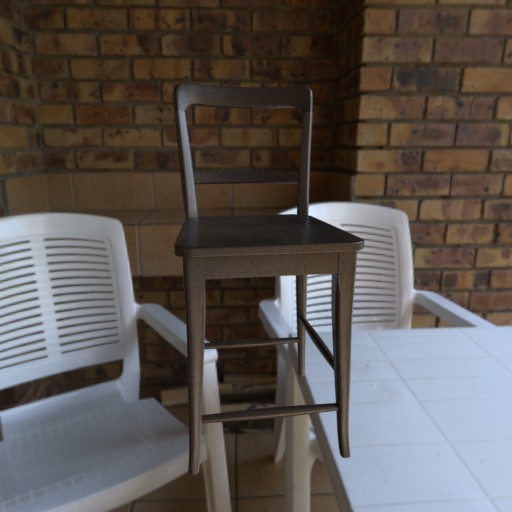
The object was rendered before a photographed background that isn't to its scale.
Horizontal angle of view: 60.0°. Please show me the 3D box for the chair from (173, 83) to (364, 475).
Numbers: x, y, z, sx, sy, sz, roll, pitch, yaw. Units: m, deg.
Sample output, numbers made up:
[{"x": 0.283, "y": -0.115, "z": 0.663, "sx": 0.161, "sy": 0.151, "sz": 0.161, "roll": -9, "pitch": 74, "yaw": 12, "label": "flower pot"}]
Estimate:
[{"x": 0.000, "y": 0.000, "z": 1.281, "sx": 0.450, "sy": 0.991, "sz": 0.546, "roll": -2, "pitch": 14, "yaw": -9, "label": "chair"}]
